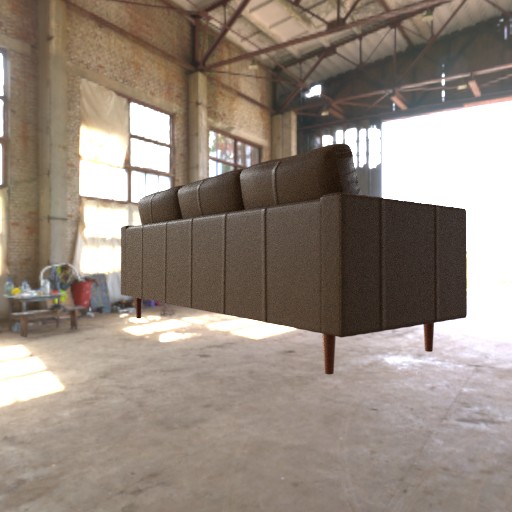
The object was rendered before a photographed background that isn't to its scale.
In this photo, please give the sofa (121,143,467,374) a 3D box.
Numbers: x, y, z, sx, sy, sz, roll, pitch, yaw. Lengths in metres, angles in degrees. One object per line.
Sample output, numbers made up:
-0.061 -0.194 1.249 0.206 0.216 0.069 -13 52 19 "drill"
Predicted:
0.000 0.000 2.739 0.903 0.930 2.231 0 0 -37 "sofa"
